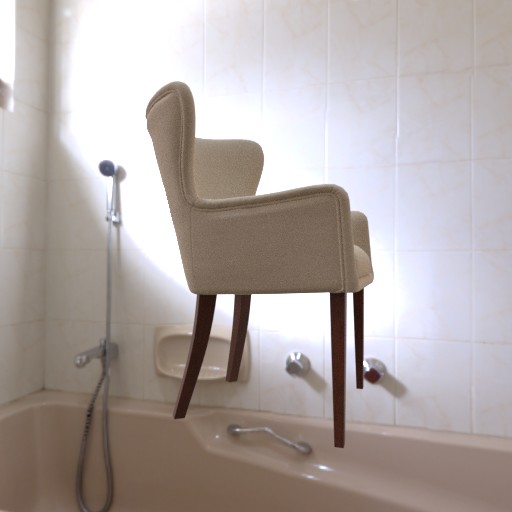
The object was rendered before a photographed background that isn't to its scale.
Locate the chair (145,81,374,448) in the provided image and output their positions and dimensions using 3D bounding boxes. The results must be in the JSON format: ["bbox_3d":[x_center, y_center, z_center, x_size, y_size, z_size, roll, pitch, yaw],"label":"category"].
[{"bbox_3d":[0.000,0.000,1.516,0.744,0.990,0.696,0,-1,18],"label":"chair"}]
